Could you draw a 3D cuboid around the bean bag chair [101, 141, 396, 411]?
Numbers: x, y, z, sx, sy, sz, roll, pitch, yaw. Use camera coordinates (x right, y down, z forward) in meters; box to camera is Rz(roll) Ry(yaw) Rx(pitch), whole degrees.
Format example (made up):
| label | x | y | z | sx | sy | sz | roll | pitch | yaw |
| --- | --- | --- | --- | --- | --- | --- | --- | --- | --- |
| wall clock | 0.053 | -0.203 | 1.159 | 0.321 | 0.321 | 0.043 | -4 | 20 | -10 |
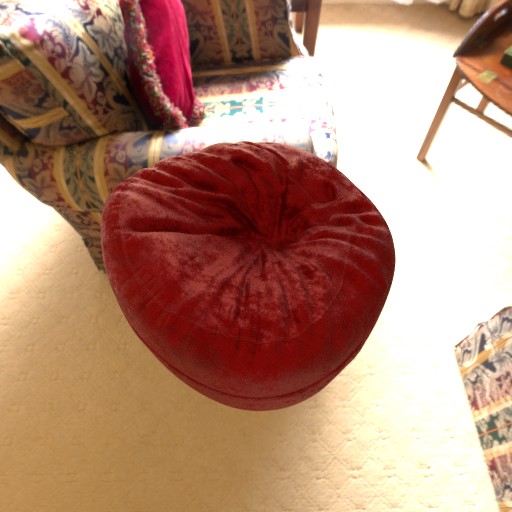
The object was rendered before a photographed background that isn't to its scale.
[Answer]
| label | x | y | z | sx | sy | sz | roll | pitch | yaw |
| --- | --- | --- | --- | --- | --- | --- | --- | --- | --- |
| bean bag chair | 0.000 | 0.000 | 2.472 | 1.524 | 0.878 | 1.524 | -35 | 65 | -19 |
